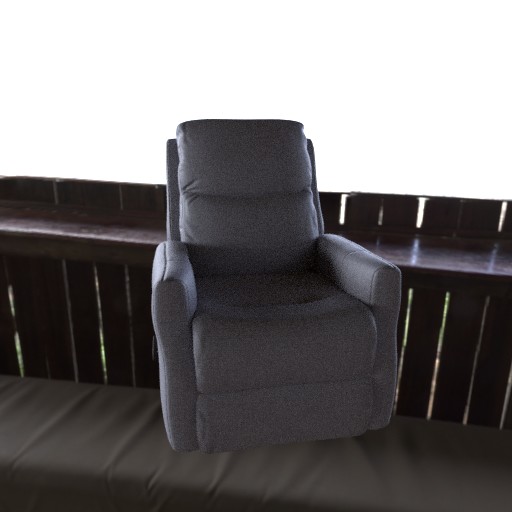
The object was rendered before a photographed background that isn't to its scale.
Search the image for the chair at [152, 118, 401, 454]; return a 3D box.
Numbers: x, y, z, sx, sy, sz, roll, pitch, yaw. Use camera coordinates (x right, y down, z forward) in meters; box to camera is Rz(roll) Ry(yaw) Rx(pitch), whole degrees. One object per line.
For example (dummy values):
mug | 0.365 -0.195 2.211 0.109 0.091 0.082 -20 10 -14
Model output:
chair | 0.000 0.000 1.727 0.829 1.030 1.080 -3 17 -9
